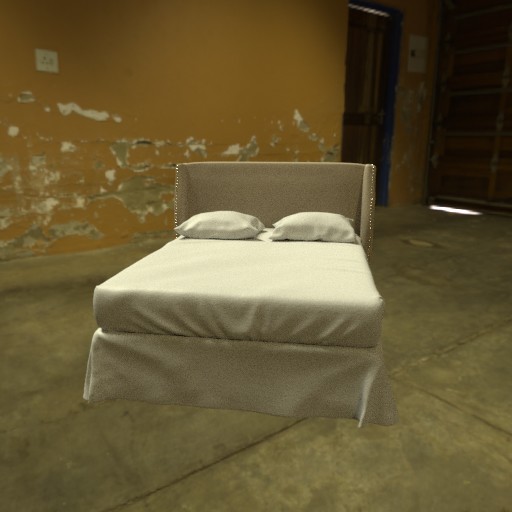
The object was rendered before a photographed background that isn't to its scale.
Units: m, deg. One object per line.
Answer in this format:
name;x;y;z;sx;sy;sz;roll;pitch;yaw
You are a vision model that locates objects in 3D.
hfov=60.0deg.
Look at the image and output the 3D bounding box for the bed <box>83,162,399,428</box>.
bed;0.000;0.000;3.392;1.925;1.332;2.276;2;14;9
